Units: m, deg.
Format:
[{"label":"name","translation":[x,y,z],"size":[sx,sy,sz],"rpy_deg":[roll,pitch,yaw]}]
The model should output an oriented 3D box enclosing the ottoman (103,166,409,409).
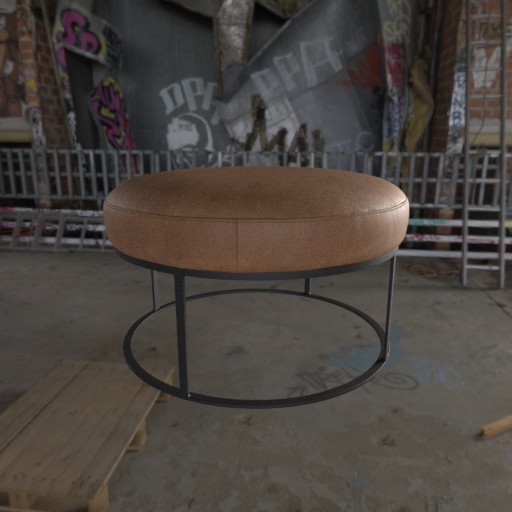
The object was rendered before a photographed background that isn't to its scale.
[{"label":"ottoman","translation":[0.000,0.000,1.215],"size":[0.771,0.460,0.771],"rpy_deg":[0,15,0]}]
